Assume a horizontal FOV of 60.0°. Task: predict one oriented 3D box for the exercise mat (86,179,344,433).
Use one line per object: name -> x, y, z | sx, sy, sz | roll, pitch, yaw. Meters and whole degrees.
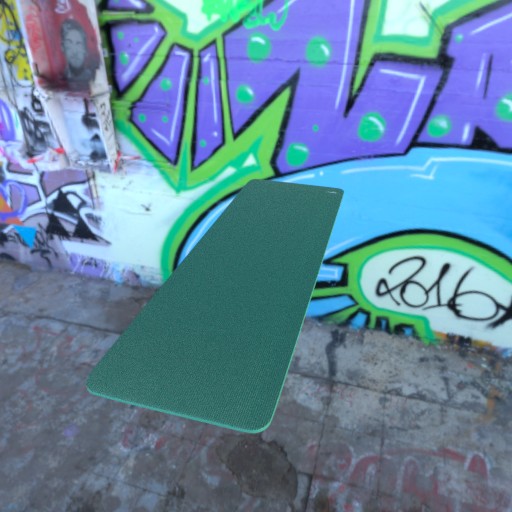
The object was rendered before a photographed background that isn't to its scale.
exercise mat -> 0.000, 0.000, 2.091 | 0.616, 0.021, 1.869 | 9, 32, 14
